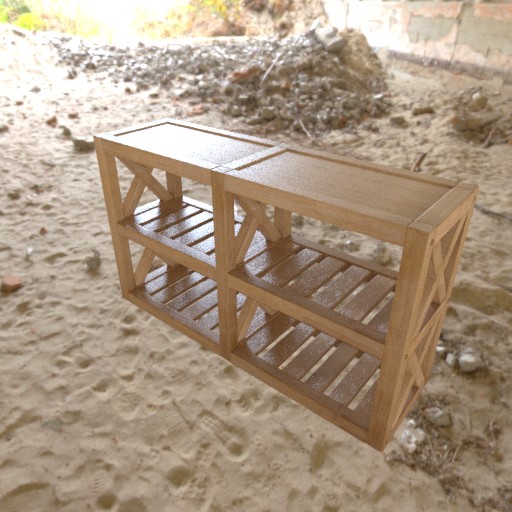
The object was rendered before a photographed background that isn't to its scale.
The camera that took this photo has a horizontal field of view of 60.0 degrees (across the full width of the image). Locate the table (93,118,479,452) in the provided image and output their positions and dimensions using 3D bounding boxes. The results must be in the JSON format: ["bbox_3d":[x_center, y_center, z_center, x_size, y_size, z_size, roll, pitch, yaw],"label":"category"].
[{"bbox_3d":[0.000,0.000,1.662,1.320,0.762,0.381,22,37,33],"label":"table"}]
